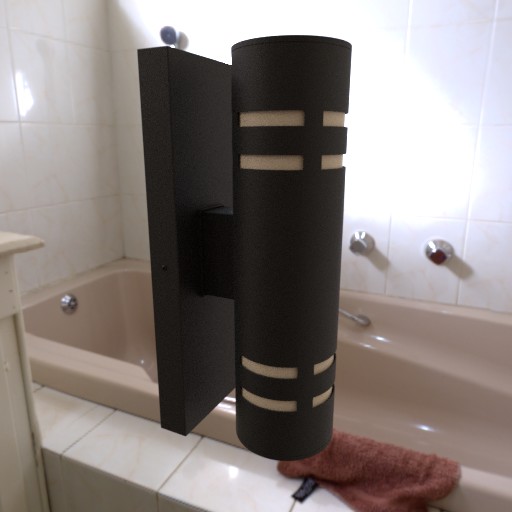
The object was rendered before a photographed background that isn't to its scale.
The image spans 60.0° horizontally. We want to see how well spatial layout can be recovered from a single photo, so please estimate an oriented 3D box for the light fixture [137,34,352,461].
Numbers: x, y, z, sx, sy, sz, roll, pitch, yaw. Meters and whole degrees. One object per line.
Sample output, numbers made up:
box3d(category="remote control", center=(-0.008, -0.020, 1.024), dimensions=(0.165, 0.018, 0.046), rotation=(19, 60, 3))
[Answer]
box3d(category="light fixture", center=(0.000, 0.000, 0.389), dimensions=(0.149, 0.330, 0.105), rotation=(7, 16, 26))
